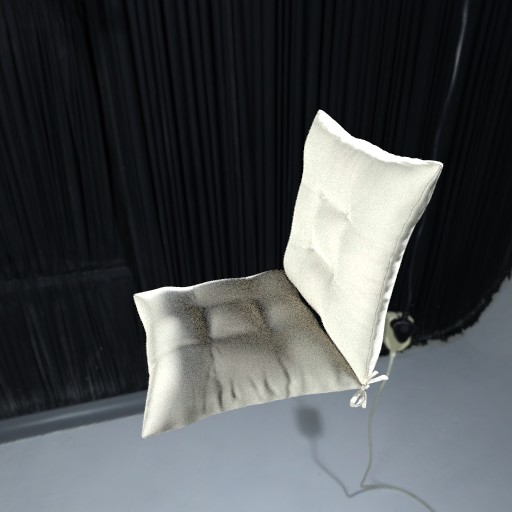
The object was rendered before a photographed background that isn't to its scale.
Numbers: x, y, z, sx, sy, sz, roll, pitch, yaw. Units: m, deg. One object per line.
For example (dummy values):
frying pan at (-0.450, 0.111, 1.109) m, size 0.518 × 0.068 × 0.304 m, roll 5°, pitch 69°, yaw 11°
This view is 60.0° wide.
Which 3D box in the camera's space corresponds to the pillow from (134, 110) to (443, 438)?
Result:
pillow at (0.000, 0.000, 1.008) m, size 0.585 × 0.536 × 0.541 m, roll -8°, pitch 30°, yaw -14°
